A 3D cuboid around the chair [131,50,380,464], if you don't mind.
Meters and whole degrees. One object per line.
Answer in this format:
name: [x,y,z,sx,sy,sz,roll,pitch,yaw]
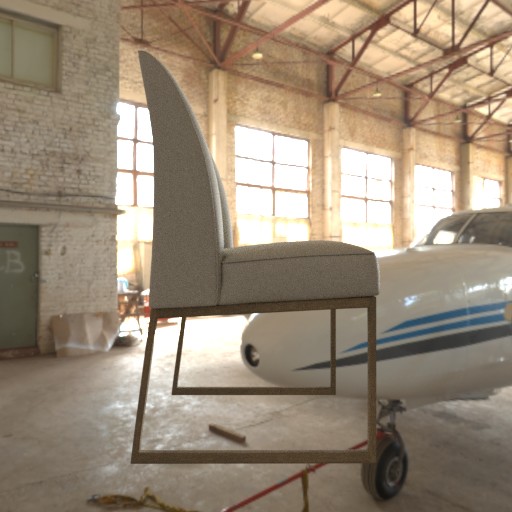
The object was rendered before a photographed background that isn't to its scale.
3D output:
chair: [0.000,0.000,1.156,0.522,0.863,0.508,0,0,0]
